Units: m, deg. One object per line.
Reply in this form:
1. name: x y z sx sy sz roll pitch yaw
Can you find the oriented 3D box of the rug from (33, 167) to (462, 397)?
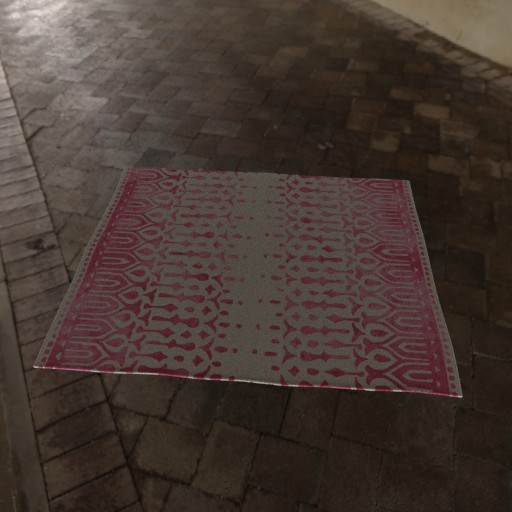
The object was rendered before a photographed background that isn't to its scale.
1. rug: 0.000 0.000 3.964 3.095 0.016 2.441 3 48 3
